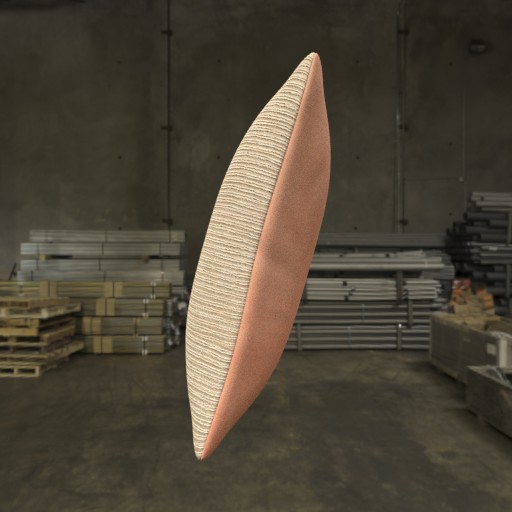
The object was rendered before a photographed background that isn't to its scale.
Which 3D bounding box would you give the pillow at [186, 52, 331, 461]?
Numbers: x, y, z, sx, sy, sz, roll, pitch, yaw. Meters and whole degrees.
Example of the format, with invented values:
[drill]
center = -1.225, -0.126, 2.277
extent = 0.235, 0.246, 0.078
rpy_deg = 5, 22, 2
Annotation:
[pillow]
center = 0.000, 0.000, 0.642
extent = 0.177, 0.401, 0.424
rpy_deg = 0, 0, 0
